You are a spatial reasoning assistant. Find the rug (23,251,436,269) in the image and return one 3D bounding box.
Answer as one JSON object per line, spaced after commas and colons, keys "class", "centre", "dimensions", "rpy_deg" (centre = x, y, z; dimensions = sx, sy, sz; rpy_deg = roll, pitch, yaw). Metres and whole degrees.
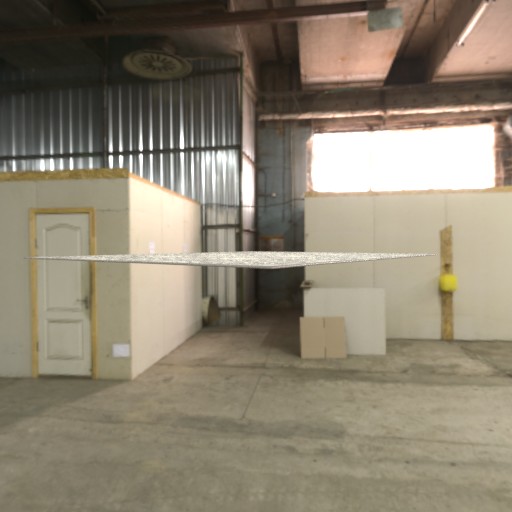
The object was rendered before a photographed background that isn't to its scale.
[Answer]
{"class": "rug", "centre": [0.000, 0.000, 3.992], "dimensions": [2.363, 0.012, 2.980], "rpy_deg": [1, 2, 36]}
